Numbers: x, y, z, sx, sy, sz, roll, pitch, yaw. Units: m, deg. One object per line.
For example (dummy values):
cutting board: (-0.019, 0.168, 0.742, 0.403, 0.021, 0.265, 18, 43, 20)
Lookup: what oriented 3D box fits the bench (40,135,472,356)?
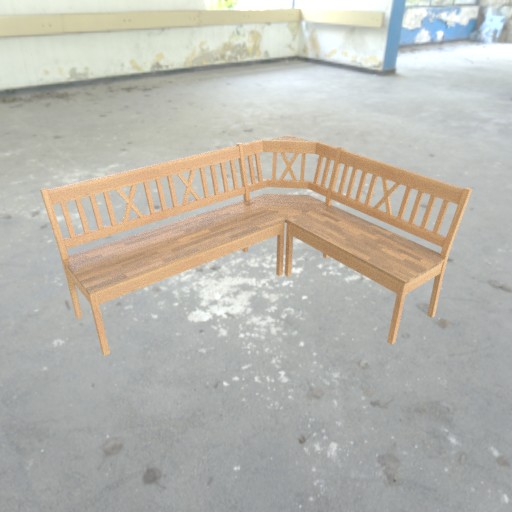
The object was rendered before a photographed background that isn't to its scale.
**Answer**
bench: (0.000, 0.000, 2.764, 1.937, 0.902, 1.537, -22, 38, -32)
